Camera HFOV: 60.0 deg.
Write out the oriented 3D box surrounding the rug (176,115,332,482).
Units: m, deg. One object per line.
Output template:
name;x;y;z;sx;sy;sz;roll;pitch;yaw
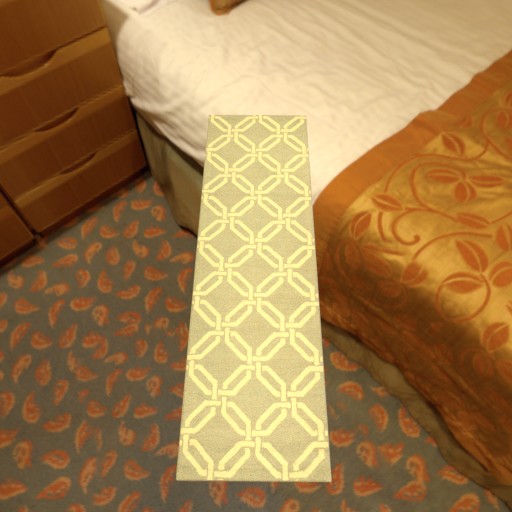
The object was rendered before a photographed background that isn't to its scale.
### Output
rug;0.000;0.000;2.504;0.678;0.014;2.276;0;59;0
